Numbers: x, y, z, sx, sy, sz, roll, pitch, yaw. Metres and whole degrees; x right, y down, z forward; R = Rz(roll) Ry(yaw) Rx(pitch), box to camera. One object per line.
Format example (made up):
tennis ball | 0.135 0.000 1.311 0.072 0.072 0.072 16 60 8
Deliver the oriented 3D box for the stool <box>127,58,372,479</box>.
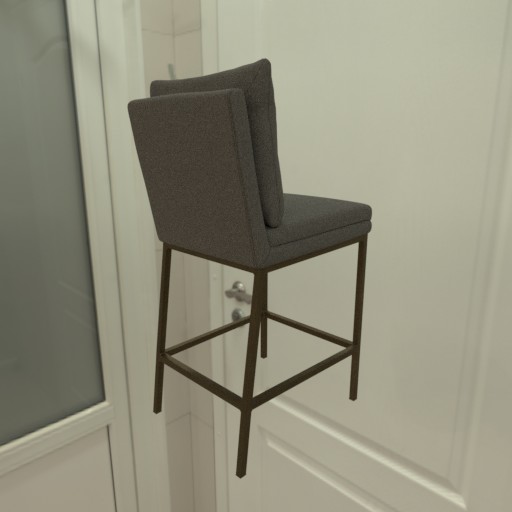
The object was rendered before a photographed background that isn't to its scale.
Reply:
stool | 0.000 0.000 1.355 0.463 1.030 0.569 14 21 43
